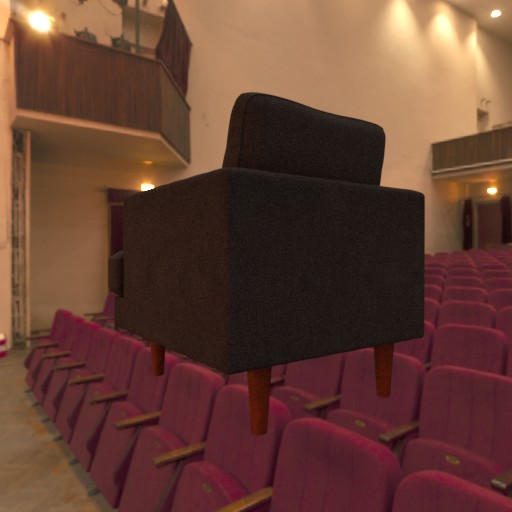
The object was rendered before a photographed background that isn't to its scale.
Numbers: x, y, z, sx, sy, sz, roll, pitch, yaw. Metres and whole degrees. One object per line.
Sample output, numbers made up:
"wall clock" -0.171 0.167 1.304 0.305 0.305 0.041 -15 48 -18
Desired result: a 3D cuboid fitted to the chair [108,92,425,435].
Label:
"chair" 0.000 0.000 1.668 0.858 0.957 0.899 -1 1 -36
